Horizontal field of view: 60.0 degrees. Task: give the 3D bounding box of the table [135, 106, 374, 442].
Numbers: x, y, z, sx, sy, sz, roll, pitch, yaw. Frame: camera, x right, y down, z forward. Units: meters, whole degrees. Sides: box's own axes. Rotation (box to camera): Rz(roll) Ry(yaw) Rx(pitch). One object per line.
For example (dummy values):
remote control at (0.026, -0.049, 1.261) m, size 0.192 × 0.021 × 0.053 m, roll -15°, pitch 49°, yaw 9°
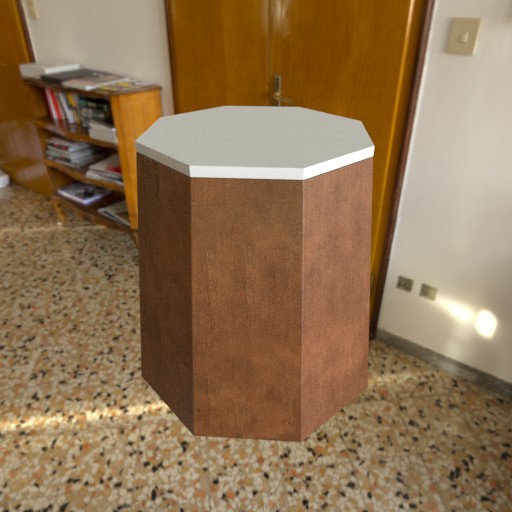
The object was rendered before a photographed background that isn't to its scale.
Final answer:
table at (0.000, 0.000, 0.809) m, size 0.439 × 0.457 × 0.439 m, roll 1°, pitch 31°, yaw 2°
